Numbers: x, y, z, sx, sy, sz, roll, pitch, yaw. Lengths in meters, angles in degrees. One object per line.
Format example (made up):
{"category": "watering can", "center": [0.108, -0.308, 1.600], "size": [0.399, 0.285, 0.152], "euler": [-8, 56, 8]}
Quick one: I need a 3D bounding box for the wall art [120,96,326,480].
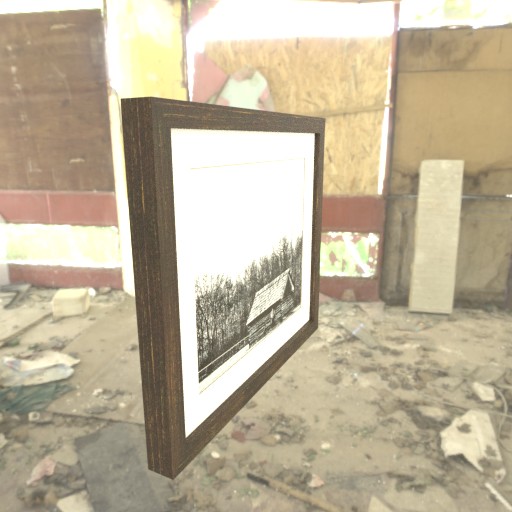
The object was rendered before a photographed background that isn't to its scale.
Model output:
{"category": "wall art", "center": [0.000, 0.000, 0.532], "size": [0.031, 0.330, 0.381], "euler": [8, 17, 27]}
